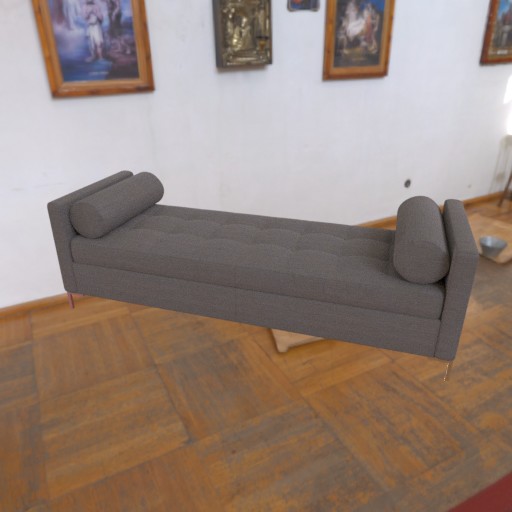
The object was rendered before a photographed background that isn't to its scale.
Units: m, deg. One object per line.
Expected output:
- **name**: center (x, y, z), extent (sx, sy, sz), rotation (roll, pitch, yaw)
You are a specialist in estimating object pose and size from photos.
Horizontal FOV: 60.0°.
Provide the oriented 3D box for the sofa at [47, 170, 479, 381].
- **sofa**: center (0.000, 0.000, 2.349), extent (1.981, 0.635, 0.686), rotation (8, 26, 16)
